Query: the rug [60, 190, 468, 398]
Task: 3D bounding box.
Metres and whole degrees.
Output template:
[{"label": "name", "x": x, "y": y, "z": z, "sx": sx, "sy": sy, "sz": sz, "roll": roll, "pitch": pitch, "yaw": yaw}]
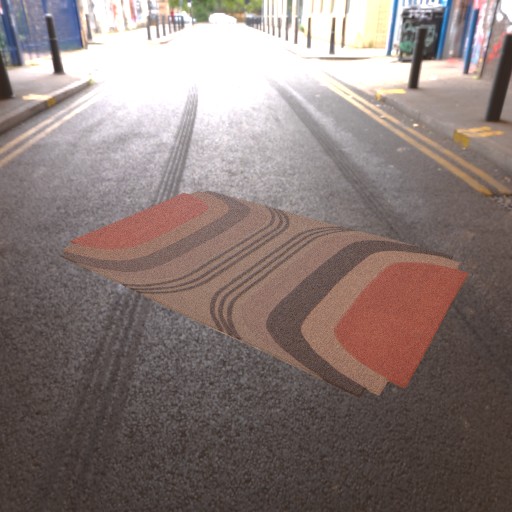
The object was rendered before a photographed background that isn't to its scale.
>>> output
[{"label": "rug", "x": 0.000, "y": 0.000, "z": 2.982, "sx": 2.446, "sy": 0.017, "sz": 1.530, "roll": 19, "pitch": 34, "yaw": 31}]
